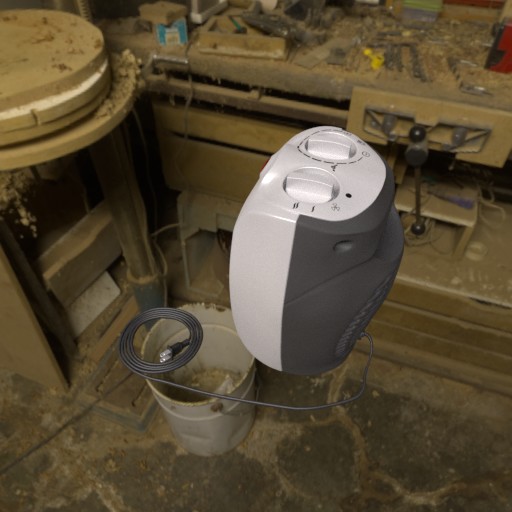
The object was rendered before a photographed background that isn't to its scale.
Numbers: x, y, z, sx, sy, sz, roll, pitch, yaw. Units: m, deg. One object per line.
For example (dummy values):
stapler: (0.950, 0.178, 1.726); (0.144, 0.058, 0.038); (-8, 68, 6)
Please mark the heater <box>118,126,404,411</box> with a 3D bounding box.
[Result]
heater: (0.000, 0.000, 0.468); (0.291, 0.240, 0.239); (16, 49, 15)
